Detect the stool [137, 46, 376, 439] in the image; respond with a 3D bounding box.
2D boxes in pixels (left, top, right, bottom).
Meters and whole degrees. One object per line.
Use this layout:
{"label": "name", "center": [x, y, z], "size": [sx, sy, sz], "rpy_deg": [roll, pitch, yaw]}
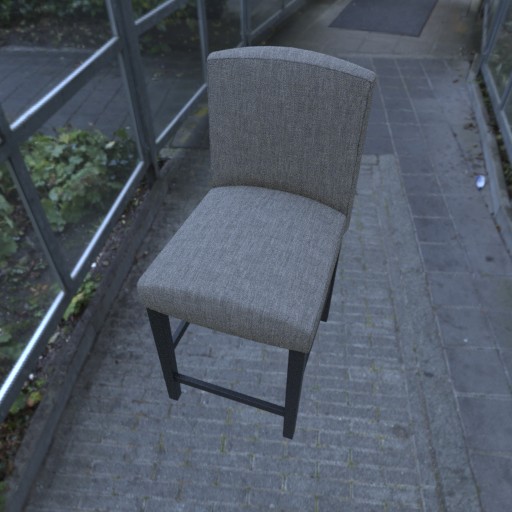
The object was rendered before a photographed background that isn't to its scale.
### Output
{"label": "stool", "center": [0.000, 0.000, 1.254], "size": [0.451, 0.966, 0.552], "rpy_deg": [13, 44, 14]}
